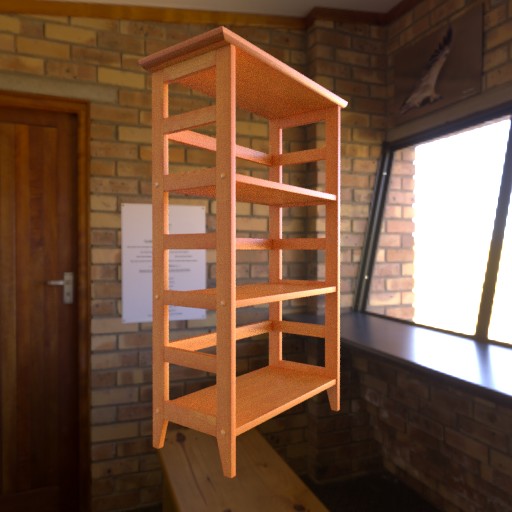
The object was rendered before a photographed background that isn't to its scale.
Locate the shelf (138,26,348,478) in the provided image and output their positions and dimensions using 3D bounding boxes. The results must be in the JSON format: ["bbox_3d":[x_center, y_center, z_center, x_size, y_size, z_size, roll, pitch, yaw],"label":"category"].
[{"bbox_3d":[0.000,0.000,1.380,0.305,1.067,0.660,1,1,37],"label":"shelf"}]
